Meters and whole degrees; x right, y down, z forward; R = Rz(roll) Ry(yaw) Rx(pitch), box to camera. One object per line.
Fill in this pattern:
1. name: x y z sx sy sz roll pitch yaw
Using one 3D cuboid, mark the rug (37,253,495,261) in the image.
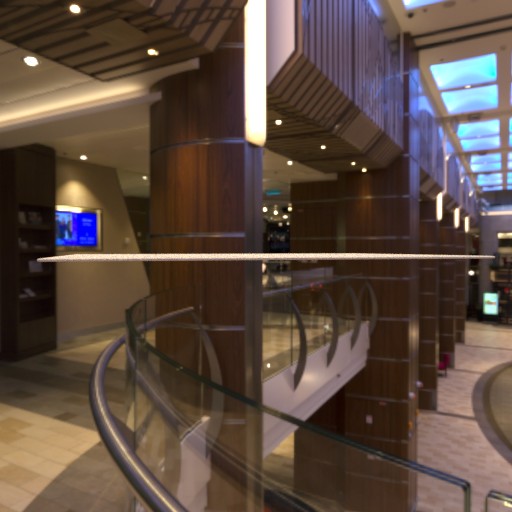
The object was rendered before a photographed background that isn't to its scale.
1. rug: 0.000 0.000 2.260 1.829 0.010 1.219 0 1 -17
